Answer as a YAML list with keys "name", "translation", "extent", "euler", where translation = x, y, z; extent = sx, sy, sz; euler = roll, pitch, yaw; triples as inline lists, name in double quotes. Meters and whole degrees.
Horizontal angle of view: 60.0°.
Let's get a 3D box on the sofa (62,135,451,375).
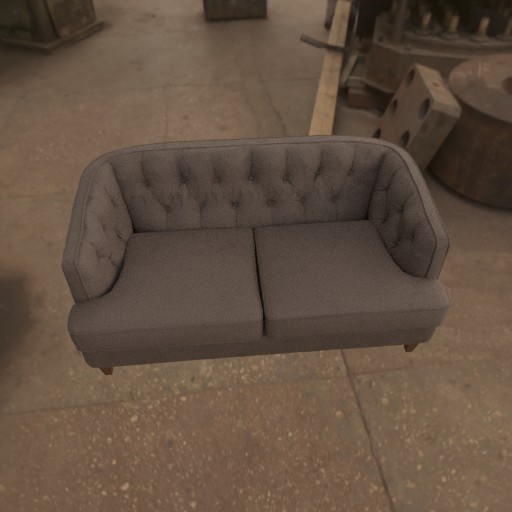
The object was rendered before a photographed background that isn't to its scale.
- name: "sofa"
  translation: [0.000, 0.000, 2.295]
  extent: [1.733, 0.855, 0.941]
  euler: [-3, 44, -4]
